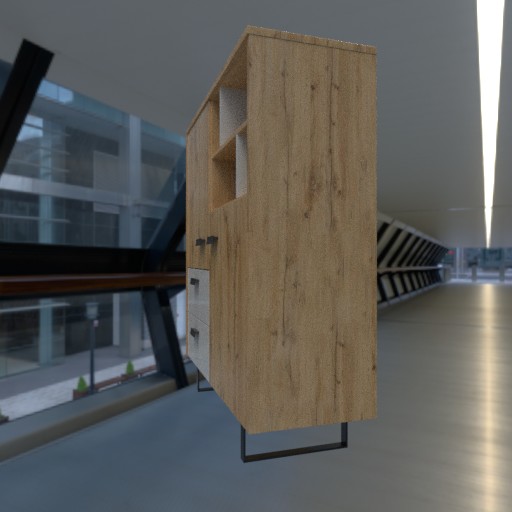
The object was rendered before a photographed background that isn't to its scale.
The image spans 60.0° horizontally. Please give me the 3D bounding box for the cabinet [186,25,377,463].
[{"bbox_3d":[0.000,0.000,1.967,0.473,1.397,1.168,0,0,-18],"label":"cabinet"}]
